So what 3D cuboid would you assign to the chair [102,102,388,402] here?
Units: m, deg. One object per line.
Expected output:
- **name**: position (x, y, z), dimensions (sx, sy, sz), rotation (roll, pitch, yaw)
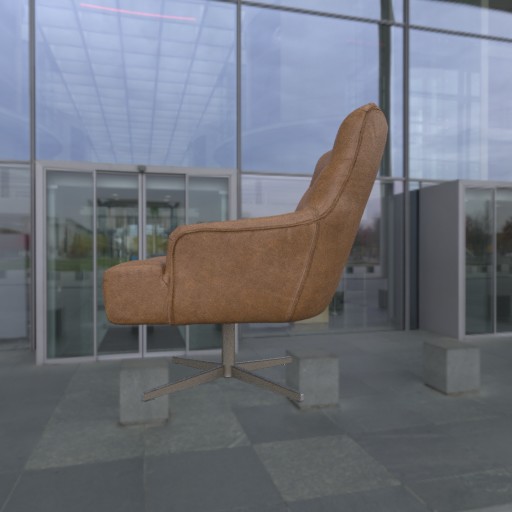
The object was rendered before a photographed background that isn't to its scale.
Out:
- **chair**: position (0.000, 0.000, 1.553), dimensions (0.874, 0.869, 0.729), rotation (0, 0, 1)
